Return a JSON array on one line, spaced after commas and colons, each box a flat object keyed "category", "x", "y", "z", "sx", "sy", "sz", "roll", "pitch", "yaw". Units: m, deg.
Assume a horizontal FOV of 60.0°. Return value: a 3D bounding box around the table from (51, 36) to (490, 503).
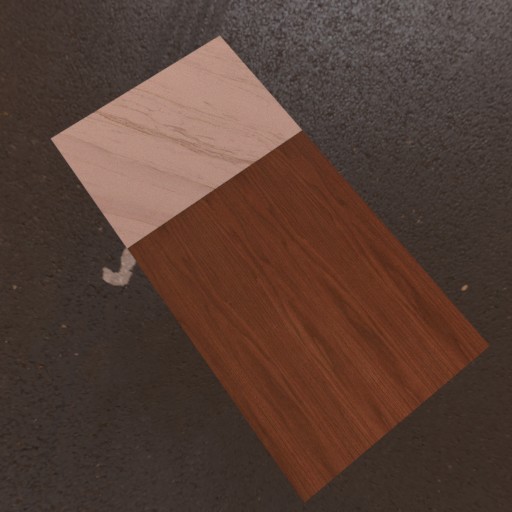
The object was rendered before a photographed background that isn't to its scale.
[{"category": "table", "x": 0.000, "y": 0.000, "z": 1.848, "sx": 0.789, "sy": 0.551, "sz": 1.553, "roll": -36, "pitch": 77, "yaw": -9}]
